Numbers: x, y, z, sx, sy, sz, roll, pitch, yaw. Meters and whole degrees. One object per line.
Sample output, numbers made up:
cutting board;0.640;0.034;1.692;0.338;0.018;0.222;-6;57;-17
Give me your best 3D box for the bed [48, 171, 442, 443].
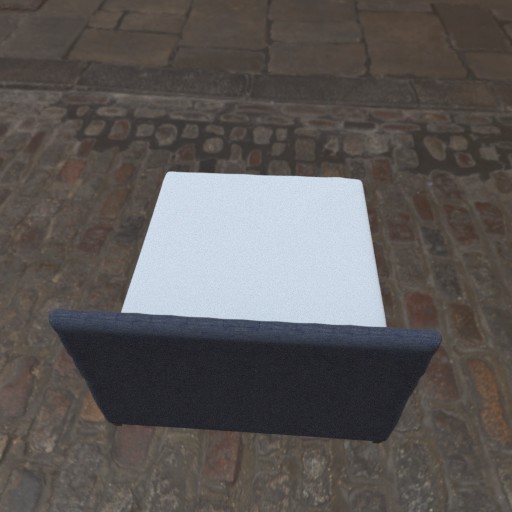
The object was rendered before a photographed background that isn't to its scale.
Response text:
bed;0.000;0.000;3.580;2.078;1.427;2.387;3;48;3
